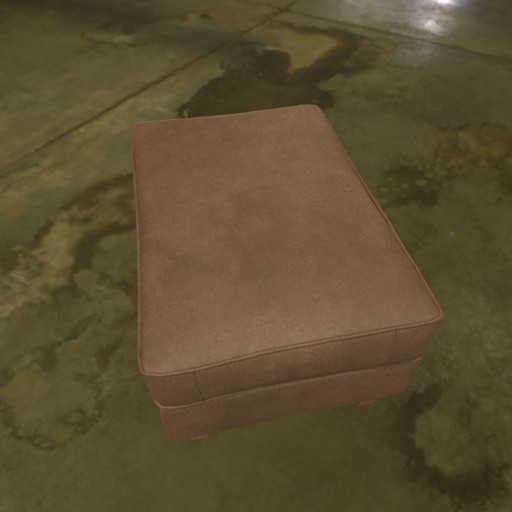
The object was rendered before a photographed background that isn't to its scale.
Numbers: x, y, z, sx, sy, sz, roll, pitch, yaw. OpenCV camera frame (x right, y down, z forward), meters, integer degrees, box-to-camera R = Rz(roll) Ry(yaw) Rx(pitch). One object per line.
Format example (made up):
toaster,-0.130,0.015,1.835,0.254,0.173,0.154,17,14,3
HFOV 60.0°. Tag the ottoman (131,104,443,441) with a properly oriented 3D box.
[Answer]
ottoman,0.000,0.000,1.215,0.596,0.481,0.860,-9,48,-8
